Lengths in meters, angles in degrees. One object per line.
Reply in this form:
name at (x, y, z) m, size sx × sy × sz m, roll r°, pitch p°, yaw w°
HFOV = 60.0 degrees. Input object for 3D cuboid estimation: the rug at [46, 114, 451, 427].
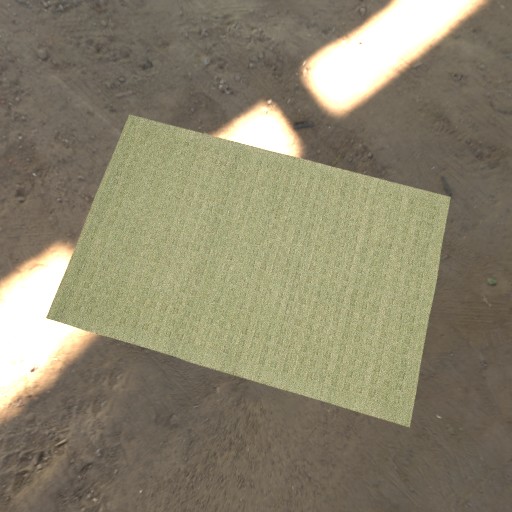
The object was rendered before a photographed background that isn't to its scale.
rug at (0.000, 0.000, 2.177) m, size 1.747 × 0.006 × 1.143 m, roll 15°, pitch 75°, yaw 4°
